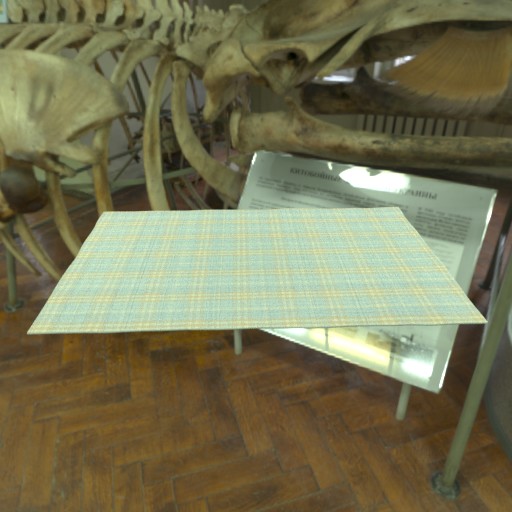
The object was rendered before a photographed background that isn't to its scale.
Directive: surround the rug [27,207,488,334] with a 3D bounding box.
[{"bbox_3d":[0.000,0.000,3.017,2.460,0.016,1.545,-1,30,-2],"label":"rug"}]
